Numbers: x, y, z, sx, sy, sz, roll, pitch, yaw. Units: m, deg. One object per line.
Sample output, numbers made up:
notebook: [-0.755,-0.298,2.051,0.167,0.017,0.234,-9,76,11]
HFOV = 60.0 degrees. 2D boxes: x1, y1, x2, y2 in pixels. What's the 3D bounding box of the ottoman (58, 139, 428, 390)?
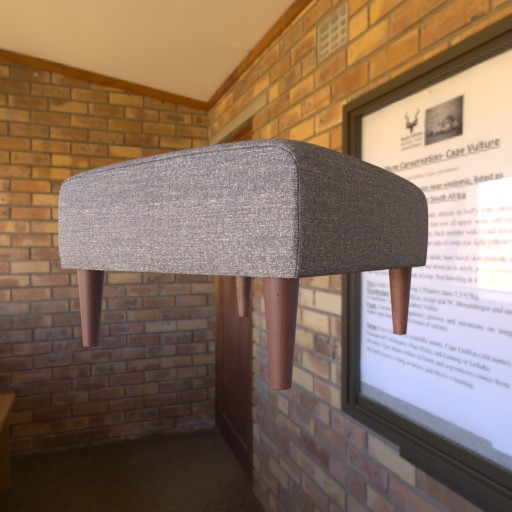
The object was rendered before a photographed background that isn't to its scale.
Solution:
ottoman: [0.000,0.000,1.057,0.648,0.399,0.655,1,1,37]
